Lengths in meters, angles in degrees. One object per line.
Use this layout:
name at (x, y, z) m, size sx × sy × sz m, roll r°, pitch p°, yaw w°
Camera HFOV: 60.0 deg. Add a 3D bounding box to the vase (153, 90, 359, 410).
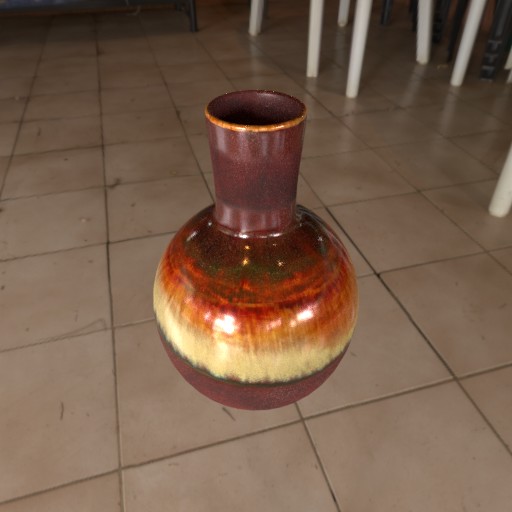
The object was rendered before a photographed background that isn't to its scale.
vase at (0.000, 0.000, 0.226) m, size 0.111 × 0.154 × 0.111 m, roll 0°, pitch 39°, yaw 0°
